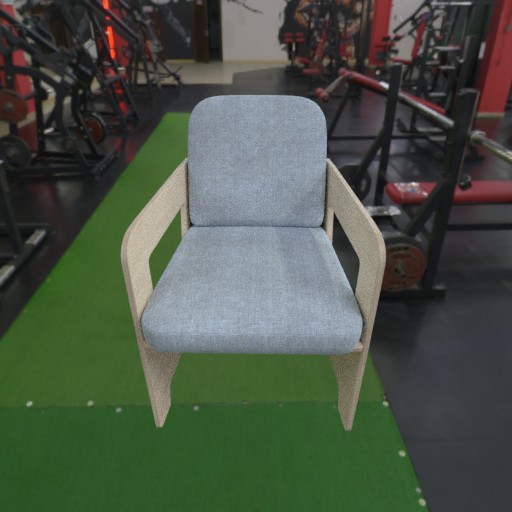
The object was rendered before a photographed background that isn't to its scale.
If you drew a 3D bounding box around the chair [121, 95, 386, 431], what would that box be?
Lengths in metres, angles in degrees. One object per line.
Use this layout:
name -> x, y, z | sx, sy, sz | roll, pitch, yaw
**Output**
chair -> 0.000, 0.000, 1.303 | 0.590, 0.800, 0.710 | 1, 30, 1
